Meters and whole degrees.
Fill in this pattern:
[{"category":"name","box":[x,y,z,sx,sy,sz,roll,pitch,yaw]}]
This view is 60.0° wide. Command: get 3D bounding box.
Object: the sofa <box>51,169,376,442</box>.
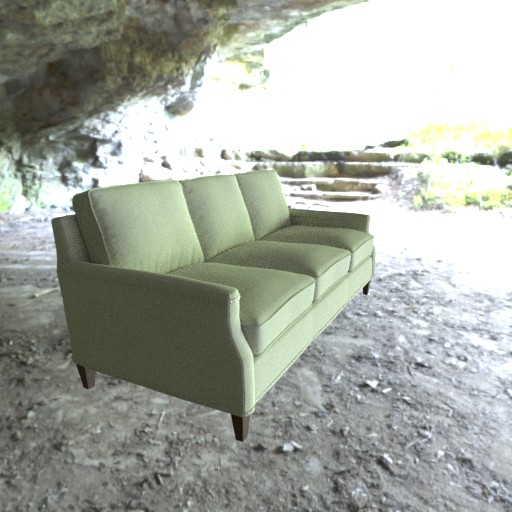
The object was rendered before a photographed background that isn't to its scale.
[{"category":"sofa","box":[0.000,0.000,2.849,1.084,1.003,2.246,7,16,27]}]
